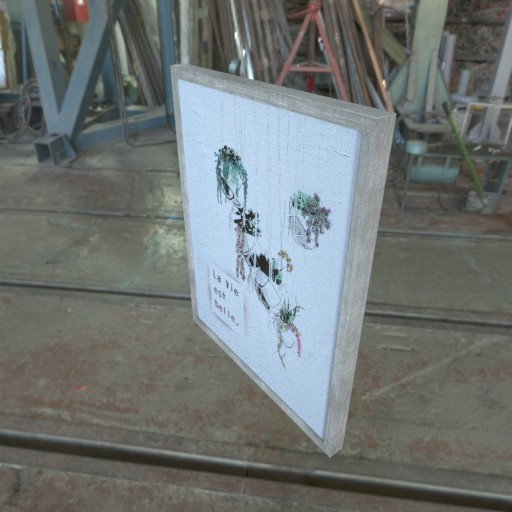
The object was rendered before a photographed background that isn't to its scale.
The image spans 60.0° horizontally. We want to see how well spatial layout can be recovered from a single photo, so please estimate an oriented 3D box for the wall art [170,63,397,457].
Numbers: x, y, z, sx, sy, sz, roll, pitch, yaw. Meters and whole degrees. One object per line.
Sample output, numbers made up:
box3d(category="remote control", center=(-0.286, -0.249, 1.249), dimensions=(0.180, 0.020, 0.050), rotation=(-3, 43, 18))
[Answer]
box3d(category="wall art", center=(0.000, 0.000, 0.708), dimensions=(0.032, 0.521, 0.421), rotation=(-22, 37, -31))
